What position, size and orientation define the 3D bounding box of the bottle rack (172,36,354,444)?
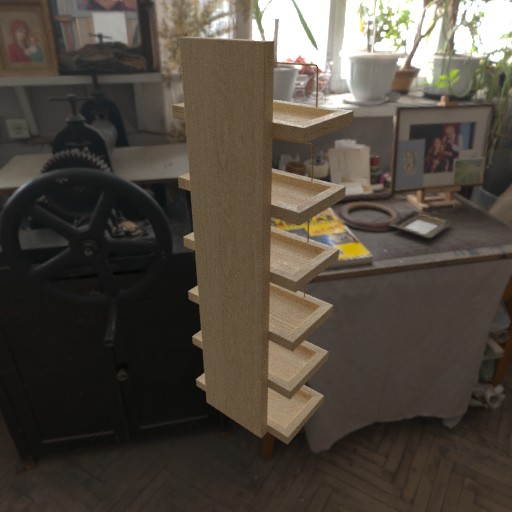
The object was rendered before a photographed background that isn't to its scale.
[{"bbox_3d":[0.000,0.000,1.061,0.330,0.943,0.206,21,36,33],"label":"bottle rack"}]
